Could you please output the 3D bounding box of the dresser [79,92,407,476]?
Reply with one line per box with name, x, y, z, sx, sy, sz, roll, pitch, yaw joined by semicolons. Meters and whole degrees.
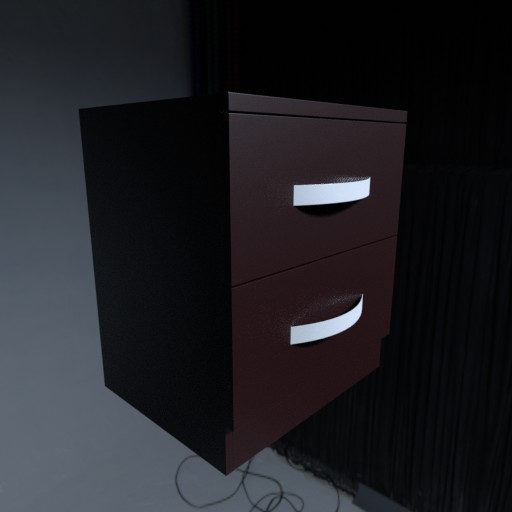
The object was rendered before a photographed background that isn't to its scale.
dresser;0.000;0.000;0.748;0.360;0.470;0.400;13;20;42
